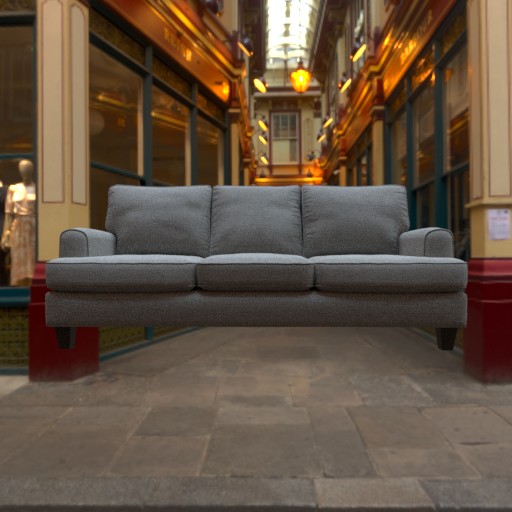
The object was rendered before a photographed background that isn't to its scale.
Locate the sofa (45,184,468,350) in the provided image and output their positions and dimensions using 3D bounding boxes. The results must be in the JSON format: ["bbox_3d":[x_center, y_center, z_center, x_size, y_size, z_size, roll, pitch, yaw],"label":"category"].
[{"bbox_3d":[0.000,0.000,2.684,2.158,0.965,0.951,0,0,1],"label":"sofa"}]
